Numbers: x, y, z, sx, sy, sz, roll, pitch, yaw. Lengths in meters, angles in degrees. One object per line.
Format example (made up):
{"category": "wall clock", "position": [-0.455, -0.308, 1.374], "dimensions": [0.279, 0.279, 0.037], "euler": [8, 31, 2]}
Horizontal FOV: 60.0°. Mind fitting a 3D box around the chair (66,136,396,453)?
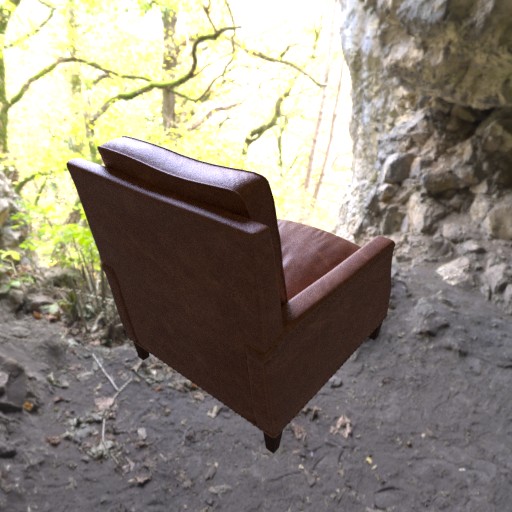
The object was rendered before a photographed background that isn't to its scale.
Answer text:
{"category": "chair", "position": [0.000, 0.000, 1.847], "dimensions": [0.854, 1.054, 1.035], "euler": [23, 37, 33]}
